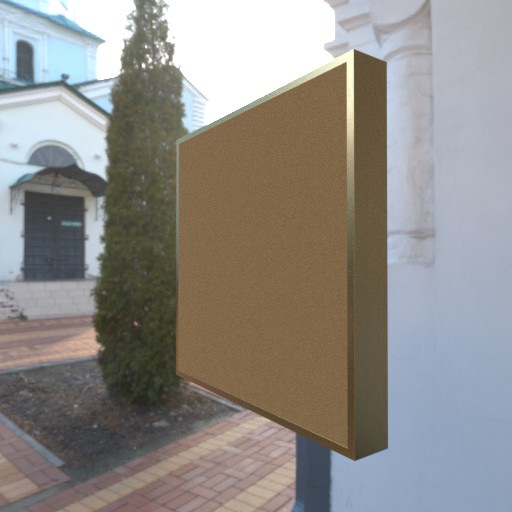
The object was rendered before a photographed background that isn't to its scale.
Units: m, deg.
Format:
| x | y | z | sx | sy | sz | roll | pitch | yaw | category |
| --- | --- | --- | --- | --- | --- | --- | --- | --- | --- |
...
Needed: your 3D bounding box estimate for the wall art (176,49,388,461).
| x | y | z | sx | sy | sz | roll | pitch | yaw | category |
| --- | --- | --- | --- | --- | --- | --- | --- | --- | --- |
| 0.000 | 0.000 | 0.462 | 0.038 | 0.304 | 0.304 | 0 | -1 | -35 | wall art |
